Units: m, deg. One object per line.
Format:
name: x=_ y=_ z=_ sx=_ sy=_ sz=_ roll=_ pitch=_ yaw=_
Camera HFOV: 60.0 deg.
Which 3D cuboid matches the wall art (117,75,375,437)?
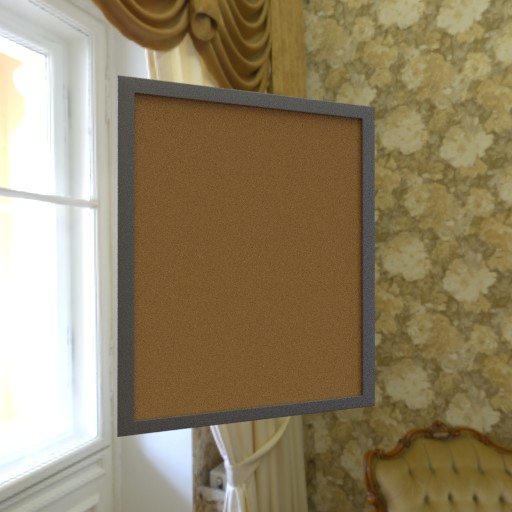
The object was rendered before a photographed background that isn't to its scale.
wall art: x=0.000 y=0.000 z=0.767 sx=0.458 sy=0.558 sz=0.029 roll=0 pitch=0 yaw=-18
